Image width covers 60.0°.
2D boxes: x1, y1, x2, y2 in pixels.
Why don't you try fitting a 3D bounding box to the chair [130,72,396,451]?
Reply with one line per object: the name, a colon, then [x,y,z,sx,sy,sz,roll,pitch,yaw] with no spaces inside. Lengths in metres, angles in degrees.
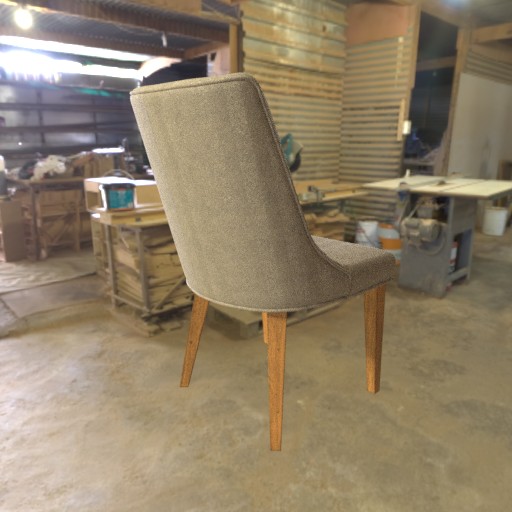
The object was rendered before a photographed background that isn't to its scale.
chair: [0.000,0.000,1.281,0.636,0.916,0.548,-14,20,-42]
